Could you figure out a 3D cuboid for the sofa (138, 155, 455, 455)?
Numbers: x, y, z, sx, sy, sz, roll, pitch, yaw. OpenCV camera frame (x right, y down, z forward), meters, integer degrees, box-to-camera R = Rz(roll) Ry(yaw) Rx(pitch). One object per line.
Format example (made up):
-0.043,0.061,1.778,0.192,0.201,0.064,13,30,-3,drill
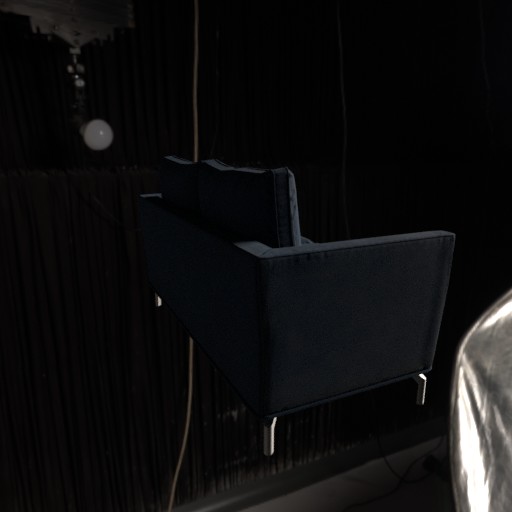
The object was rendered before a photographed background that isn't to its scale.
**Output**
0.000,0.000,2.327,0.853,1.002,1.770,-7,16,-25,sofa
